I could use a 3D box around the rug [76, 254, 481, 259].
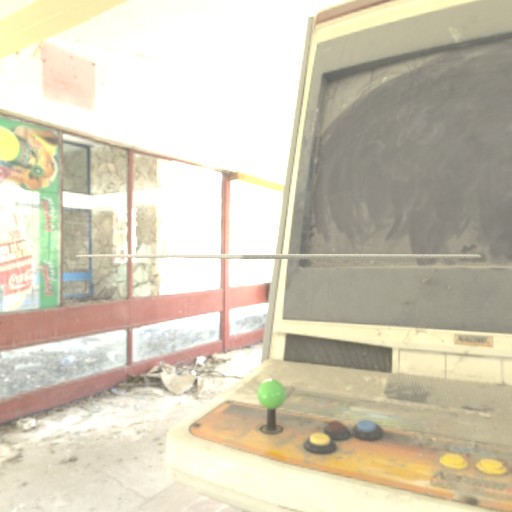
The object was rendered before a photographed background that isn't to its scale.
[{"bbox_3d":[0.000,0.000,4.207,2.462,0.030,3.066,0,0,-37],"label":"rug"}]
